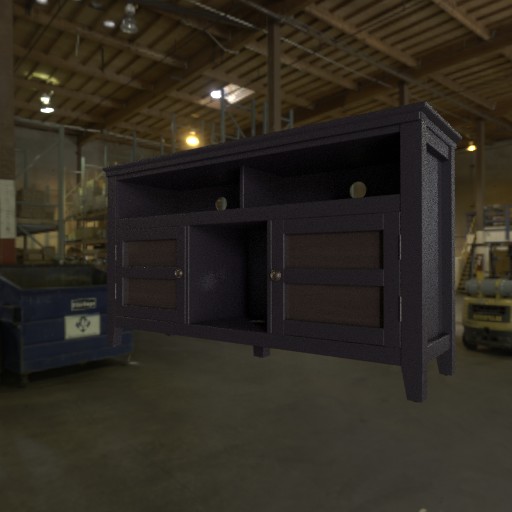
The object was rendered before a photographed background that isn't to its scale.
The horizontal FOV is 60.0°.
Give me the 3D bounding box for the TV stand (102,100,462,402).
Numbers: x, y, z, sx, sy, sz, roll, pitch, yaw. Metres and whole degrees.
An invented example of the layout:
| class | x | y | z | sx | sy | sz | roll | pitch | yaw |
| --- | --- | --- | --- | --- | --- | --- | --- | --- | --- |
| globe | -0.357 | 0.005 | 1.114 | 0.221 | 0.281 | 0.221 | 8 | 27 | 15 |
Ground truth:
| class | x | y | z | sx | sy | sz | roll | pitch | yaw |
| --- | --- | --- | --- | --- | --- | --- | --- | --- | --- |
| TV stand | 0.000 | 0.000 | 1.470 | 1.198 | 0.681 | 0.347 | -1 | -1 | 36 |
